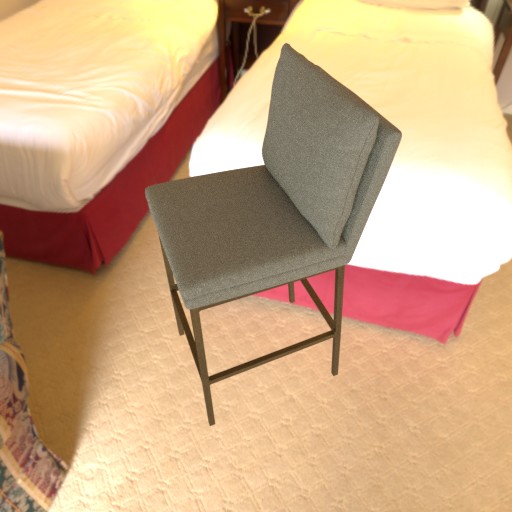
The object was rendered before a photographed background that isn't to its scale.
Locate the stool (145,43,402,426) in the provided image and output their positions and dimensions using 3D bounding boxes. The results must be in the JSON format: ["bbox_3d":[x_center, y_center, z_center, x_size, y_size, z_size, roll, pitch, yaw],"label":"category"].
[{"bbox_3d":[0.000,0.000,1.426,0.569,1.132,0.463,-16,47,-15],"label":"stool"}]
